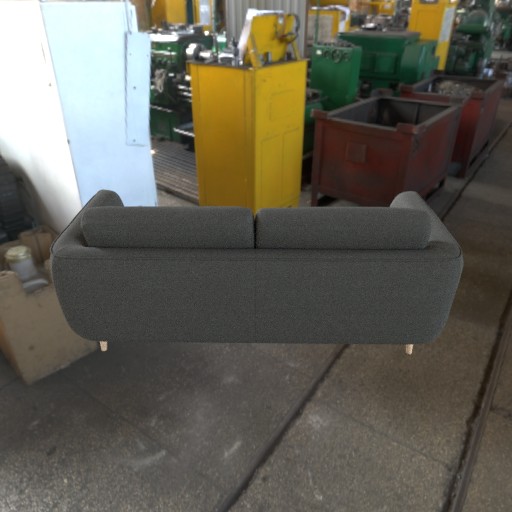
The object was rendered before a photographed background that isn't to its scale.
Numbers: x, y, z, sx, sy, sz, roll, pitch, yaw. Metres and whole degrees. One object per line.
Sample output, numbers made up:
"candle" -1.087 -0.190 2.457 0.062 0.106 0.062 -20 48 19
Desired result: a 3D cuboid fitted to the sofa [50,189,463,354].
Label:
"sofa" 0.000 0.000 2.493 2.000 0.850 0.920 0 31 1
